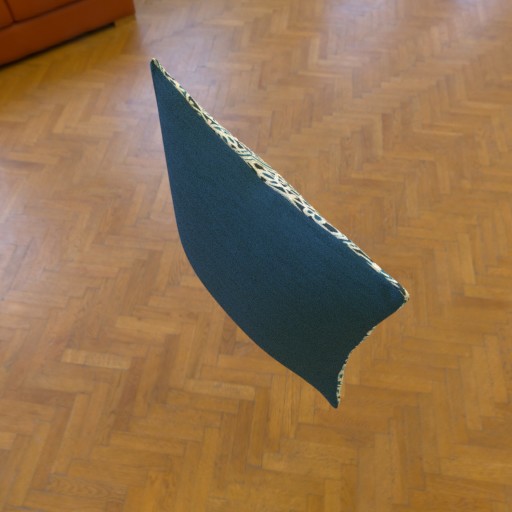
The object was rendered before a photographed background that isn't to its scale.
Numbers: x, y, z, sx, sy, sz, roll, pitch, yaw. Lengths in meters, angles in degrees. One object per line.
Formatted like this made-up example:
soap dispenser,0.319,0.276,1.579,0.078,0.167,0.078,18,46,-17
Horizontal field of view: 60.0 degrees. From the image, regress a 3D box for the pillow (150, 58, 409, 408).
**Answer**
pillow,0.000,0.000,0.658,0.145,0.420,0.440,-34,64,-19
